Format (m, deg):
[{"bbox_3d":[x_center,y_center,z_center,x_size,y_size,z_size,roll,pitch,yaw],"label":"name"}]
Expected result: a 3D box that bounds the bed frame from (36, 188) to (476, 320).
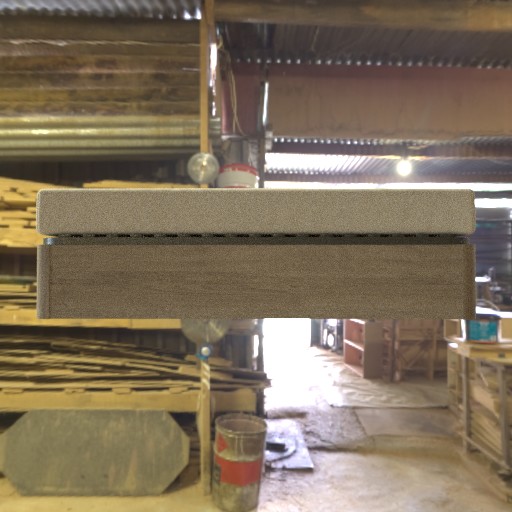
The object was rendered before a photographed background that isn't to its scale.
[{"bbox_3d":[0.000,0.000,2.560,1.900,0.561,1.400,0,-1,1],"label":"bed frame"}]
